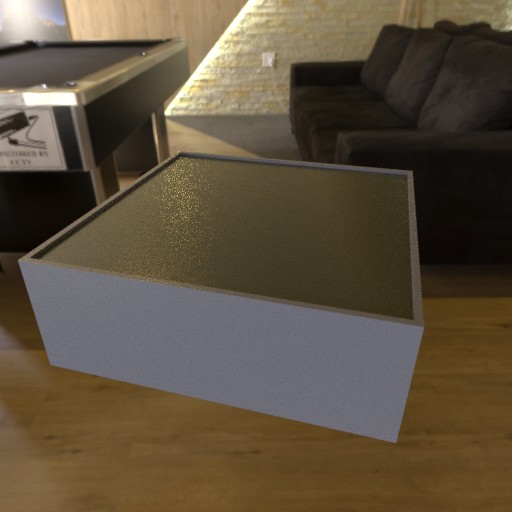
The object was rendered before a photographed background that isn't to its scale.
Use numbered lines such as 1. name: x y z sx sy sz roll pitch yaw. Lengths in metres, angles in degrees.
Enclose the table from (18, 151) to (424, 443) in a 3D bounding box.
1. table: 0.000 0.000 1.233 0.801 0.299 0.801 8 31 14
